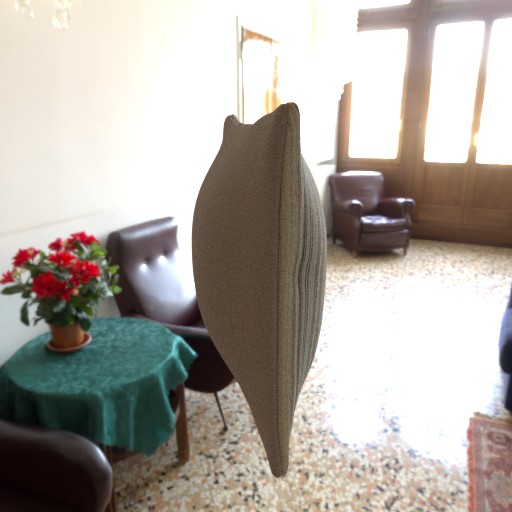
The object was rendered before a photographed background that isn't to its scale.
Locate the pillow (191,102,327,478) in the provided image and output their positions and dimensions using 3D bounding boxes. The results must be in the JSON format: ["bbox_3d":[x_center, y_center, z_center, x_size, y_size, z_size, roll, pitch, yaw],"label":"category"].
[{"bbox_3d":[0.000,0.000,0.662,0.189,0.416,0.435,-3,16,-10],"label":"pillow"}]
